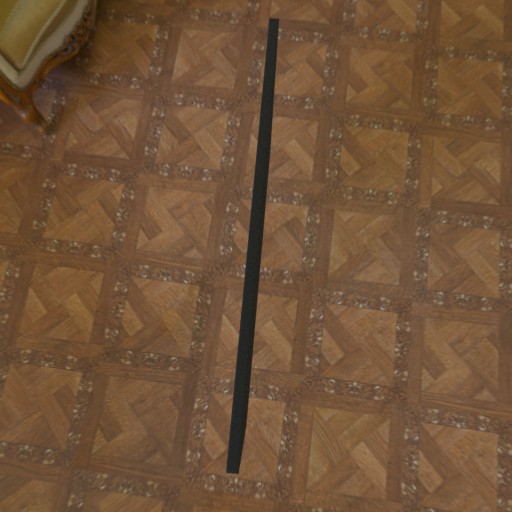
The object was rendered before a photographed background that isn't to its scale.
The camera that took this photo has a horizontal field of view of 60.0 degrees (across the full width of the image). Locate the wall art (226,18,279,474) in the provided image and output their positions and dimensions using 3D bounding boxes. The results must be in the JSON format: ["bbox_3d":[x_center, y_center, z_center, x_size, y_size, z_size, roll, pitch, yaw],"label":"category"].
[{"bbox_3d":[0.000,0.000,1.222,0.049,0.659,0.964,6,76,2],"label":"wall art"}]
